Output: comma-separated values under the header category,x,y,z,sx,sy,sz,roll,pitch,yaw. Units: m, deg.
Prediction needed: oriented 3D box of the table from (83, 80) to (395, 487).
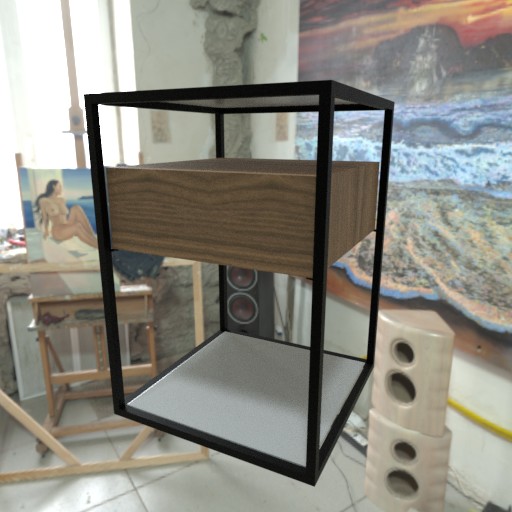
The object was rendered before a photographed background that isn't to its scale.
category,x,y,z,sx,sy,sz,roll,pitch,yaw
table,0.000,0.000,0.802,0.378,0.540,0.378,8,17,26
